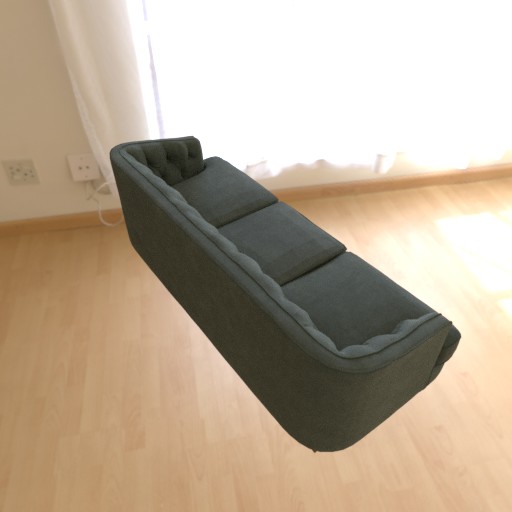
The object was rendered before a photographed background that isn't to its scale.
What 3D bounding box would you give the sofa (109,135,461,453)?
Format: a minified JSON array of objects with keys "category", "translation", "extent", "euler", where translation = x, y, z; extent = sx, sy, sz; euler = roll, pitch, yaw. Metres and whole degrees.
[{"category":"sofa","translation":[0.000,0.000,2.698],"extent":[0.941,0.855,2.278],"euler":[-26,48,-27]}]
